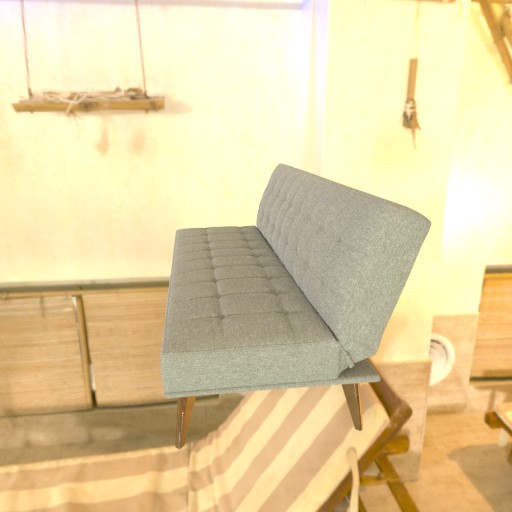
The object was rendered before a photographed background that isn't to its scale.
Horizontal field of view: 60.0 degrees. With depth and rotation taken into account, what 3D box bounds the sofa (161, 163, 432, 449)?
[{"bbox_3d":[0.000,0.000,2.249,0.860,0.810,1.800,-2,16,-8],"label":"sofa"}]
